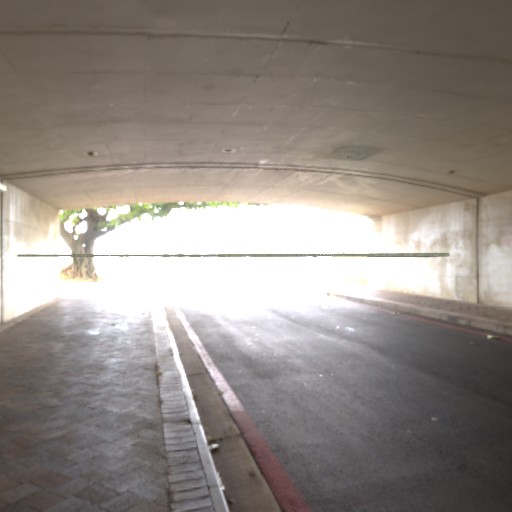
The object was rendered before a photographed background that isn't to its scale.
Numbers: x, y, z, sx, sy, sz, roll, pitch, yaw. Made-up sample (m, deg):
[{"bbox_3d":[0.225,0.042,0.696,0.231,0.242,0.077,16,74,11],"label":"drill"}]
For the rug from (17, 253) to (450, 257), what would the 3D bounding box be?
[{"bbox_3d":[0.000,0.000,4.043,3.039,0.019,2.420,0,0,19],"label":"rug"}]
